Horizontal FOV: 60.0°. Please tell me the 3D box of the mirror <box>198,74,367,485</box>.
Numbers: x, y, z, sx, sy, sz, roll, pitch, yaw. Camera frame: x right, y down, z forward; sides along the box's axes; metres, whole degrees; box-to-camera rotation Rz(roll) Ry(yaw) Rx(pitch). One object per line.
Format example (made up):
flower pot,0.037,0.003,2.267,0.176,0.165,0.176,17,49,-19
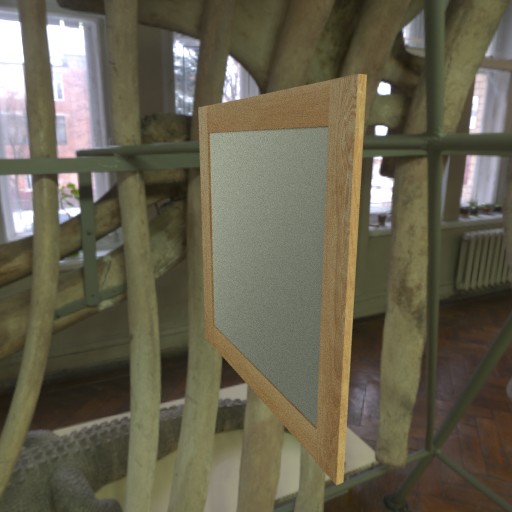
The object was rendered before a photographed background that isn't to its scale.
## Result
mirror,0.000,0.000,1.175,0.020,0.800,0.800,-7,16,-25
